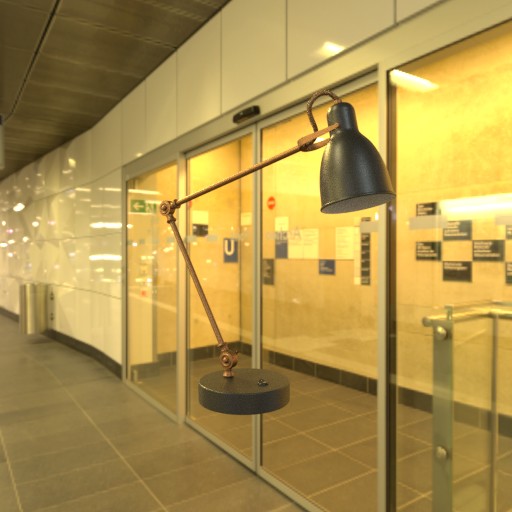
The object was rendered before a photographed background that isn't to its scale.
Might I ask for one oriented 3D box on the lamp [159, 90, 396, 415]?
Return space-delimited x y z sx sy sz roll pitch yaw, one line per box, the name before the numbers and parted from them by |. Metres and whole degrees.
lamp | 0.000 0.000 0.892 0.561 0.587 0.187 0 0 36
